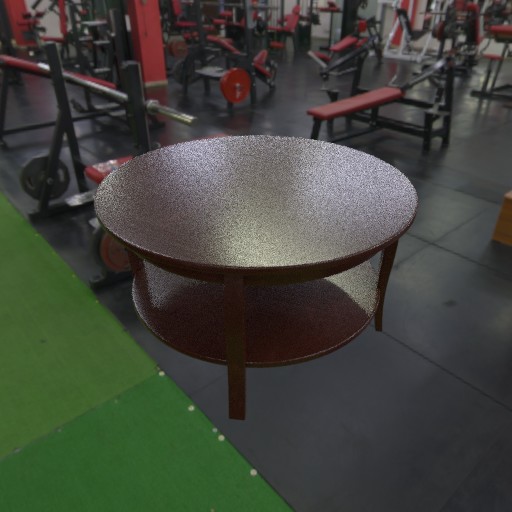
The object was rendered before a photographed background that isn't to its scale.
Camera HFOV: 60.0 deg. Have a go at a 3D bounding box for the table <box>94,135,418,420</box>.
[{"bbox_3d":[0.000,0.000,1.436,0.911,0.512,0.911,0,32,0],"label":"table"}]
